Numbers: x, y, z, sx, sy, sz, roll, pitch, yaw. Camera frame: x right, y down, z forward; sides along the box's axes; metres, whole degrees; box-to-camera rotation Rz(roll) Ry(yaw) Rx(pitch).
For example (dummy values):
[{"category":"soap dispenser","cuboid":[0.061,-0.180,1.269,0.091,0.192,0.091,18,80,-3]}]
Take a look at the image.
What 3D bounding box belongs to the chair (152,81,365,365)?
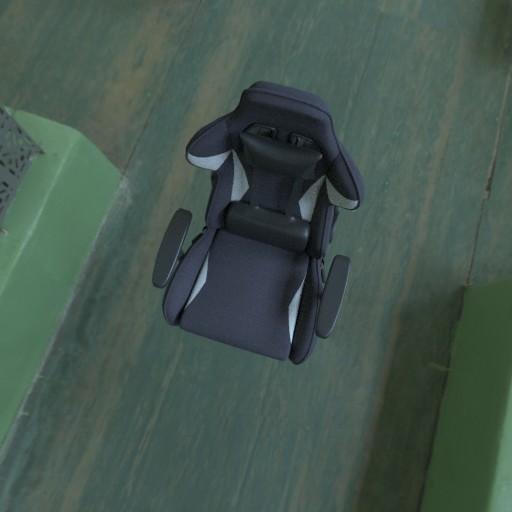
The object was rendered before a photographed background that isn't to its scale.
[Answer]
[{"category":"chair","cuboid":[0.000,0.000,1.733,0.730,1.300,0.695,16,75,4]}]
